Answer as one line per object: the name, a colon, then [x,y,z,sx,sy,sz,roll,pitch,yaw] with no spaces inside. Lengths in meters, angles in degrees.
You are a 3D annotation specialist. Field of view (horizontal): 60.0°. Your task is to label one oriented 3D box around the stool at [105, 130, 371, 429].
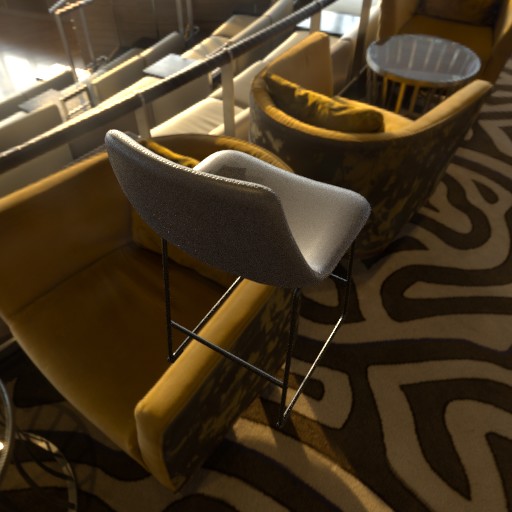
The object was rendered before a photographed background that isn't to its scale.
stool: [0.000,0.000,1.162,0.470,0.876,0.546,24,51,21]
